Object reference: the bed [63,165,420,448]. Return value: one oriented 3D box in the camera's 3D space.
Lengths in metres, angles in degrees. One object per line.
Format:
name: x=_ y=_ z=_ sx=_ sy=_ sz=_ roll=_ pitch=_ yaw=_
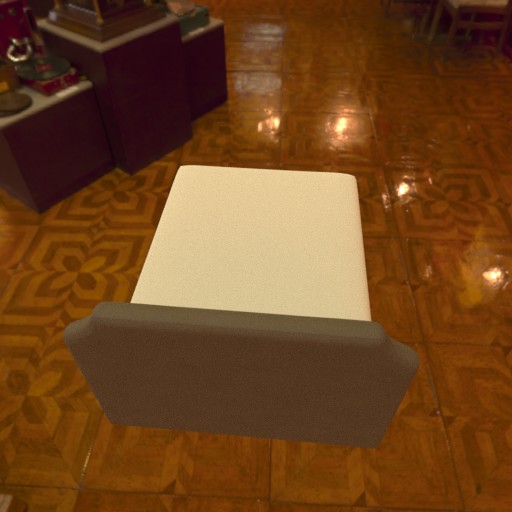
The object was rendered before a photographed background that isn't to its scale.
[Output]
bed: x=0.000 y=0.000 z=3.262 sx=1.831 sy=1.297 sz=2.181 roll=4 pitch=47 yaw=4
